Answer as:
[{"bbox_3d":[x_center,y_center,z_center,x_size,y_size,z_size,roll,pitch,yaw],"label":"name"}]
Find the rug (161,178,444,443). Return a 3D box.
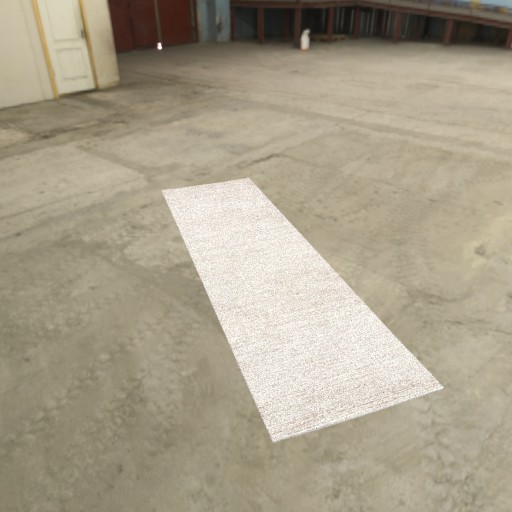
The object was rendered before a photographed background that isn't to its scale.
[{"bbox_3d":[0.000,0.000,2.544,0.712,0.013,2.346,-10,33,-17],"label":"rug"}]
